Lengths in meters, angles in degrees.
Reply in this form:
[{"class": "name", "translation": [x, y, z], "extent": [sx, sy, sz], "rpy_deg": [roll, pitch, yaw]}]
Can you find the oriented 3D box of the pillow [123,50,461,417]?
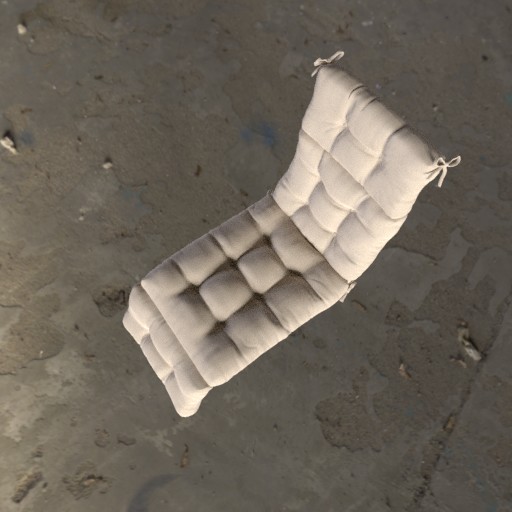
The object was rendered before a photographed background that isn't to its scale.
[{"class": "pillow", "translation": [0.000, 0.000, 1.501], "extent": [1.016, 0.863, 0.526], "rpy_deg": [-33, 69, -15]}]
